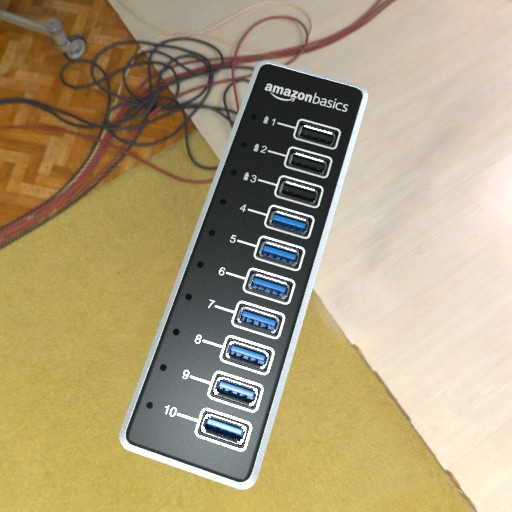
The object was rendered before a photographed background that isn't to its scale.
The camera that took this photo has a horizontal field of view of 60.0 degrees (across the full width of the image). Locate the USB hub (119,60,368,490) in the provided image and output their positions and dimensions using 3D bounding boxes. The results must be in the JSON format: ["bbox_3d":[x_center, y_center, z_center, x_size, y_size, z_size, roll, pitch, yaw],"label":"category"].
[{"bbox_3d":[0.000,0.000,0.160,0.044,0.023,0.145,17,76,4],"label":"USB hub"}]
